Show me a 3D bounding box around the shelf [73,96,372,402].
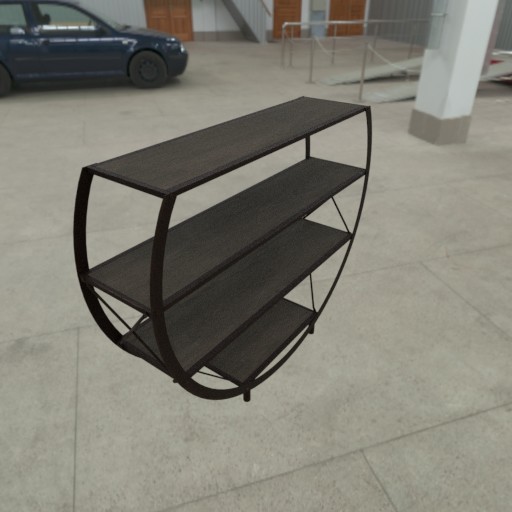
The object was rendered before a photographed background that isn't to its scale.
[{"bbox_3d":[0.000,0.000,1.876,0.344,1.063,1.403,21,37,31],"label":"shelf"}]
